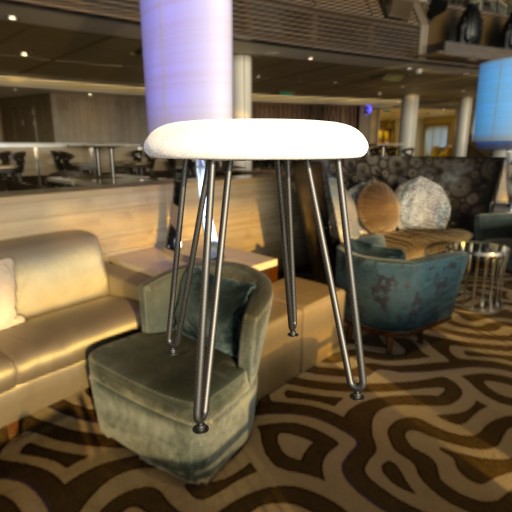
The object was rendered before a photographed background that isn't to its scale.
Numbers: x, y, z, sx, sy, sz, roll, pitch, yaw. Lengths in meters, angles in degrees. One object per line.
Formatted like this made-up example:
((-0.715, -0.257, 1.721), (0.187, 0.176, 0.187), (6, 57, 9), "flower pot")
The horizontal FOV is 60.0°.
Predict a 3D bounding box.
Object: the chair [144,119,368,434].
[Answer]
((0.000, 0.000, 0.665), (0.350, 0.386, 0.350), (7, 15, 25), "chair")
